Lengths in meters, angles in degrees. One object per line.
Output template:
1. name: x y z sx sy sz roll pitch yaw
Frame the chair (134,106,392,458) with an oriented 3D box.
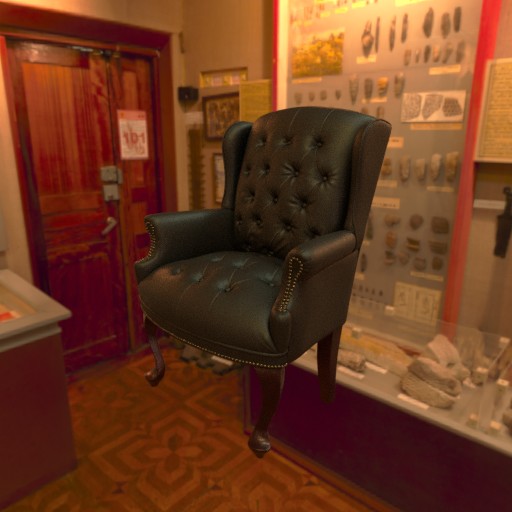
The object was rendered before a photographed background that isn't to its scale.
1. chair: 0.000 0.000 1.703 0.838 1.111 0.762 15 21 41
